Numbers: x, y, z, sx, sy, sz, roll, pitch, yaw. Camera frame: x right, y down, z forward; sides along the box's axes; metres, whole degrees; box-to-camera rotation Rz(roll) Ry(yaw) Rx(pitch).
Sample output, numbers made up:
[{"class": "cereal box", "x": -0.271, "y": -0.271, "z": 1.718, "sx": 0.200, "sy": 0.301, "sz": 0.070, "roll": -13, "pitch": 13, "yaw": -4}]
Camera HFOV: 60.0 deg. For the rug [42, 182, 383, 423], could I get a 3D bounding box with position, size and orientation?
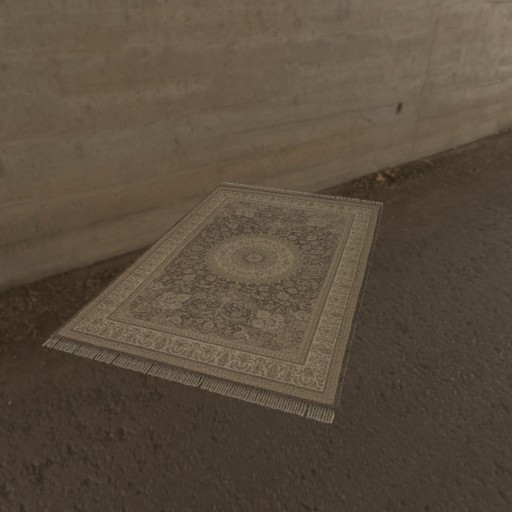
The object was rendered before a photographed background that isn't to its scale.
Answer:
[{"class": "rug", "x": 0.000, "y": 0.000, "z": 3.072, "sx": 1.528, "sy": 0.010, "sz": 2.440, "roll": 10, "pitch": 32, "yaw": 16}]
